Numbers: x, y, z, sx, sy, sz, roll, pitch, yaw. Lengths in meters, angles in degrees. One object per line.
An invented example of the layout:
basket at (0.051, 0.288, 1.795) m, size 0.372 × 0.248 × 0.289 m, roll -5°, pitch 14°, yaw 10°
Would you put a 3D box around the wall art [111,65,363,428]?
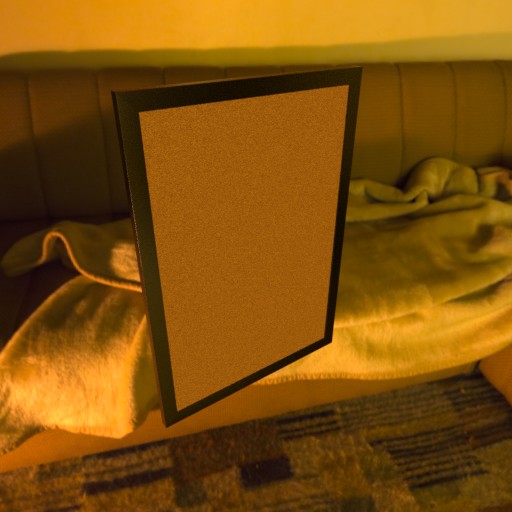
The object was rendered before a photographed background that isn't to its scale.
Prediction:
wall art at (0.000, 0.000, 0.570) m, size 0.304 × 0.432 × 0.013 m, roll -19°, pitch 35°, yaw -30°
